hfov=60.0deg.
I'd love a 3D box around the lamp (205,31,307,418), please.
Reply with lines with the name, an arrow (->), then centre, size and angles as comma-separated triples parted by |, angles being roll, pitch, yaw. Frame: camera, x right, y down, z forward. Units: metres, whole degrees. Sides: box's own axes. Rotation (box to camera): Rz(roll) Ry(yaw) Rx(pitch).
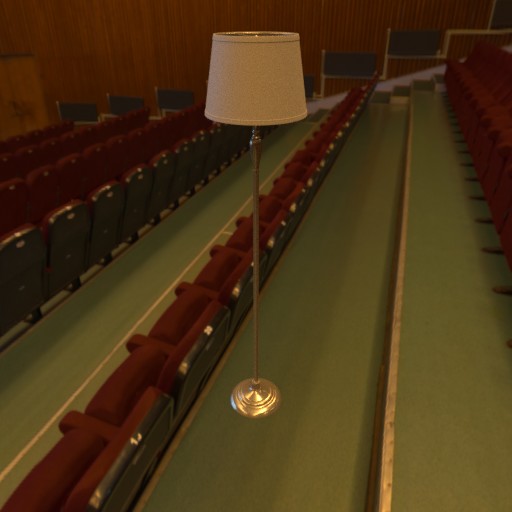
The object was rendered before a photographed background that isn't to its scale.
lamp -> 0.000, 0.000, 1.679 | 0.327, 1.506, 0.327 | 9, 31, 15
